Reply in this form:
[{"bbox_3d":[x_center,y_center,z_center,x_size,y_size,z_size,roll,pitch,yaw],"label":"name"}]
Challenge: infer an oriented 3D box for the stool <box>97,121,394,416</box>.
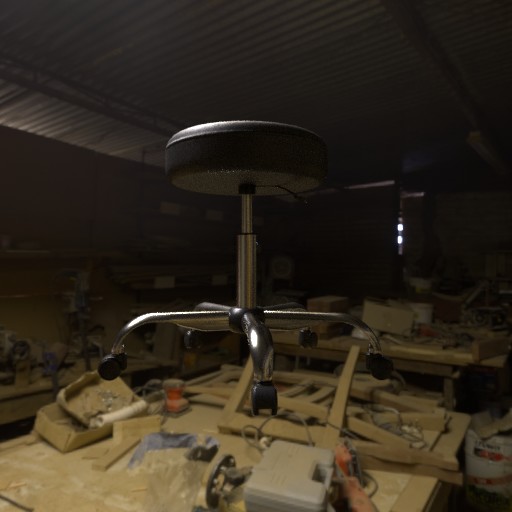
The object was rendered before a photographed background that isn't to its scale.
[{"bbox_3d":[0.000,0.000,1.152,0.673,0.576,0.638,0,0,35],"label":"stool"}]
